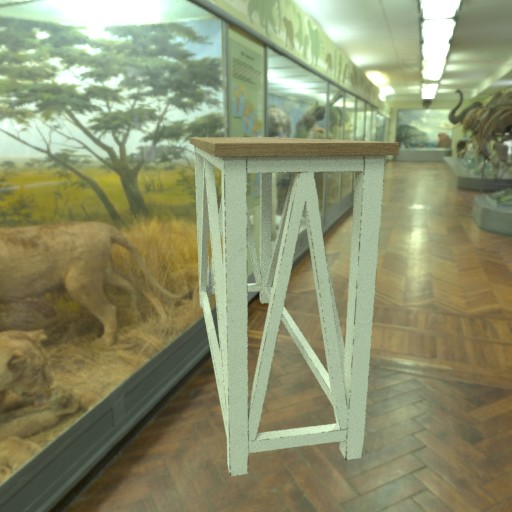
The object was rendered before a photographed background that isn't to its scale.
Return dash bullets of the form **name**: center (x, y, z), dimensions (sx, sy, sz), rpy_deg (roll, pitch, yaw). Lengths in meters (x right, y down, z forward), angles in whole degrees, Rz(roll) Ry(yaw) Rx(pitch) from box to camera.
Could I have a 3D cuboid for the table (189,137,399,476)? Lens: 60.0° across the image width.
- **table**: center (0.000, 0.000, 1.824), dimensions (0.450, 0.930, 1.400), rpy_deg (-3, 16, -10)
